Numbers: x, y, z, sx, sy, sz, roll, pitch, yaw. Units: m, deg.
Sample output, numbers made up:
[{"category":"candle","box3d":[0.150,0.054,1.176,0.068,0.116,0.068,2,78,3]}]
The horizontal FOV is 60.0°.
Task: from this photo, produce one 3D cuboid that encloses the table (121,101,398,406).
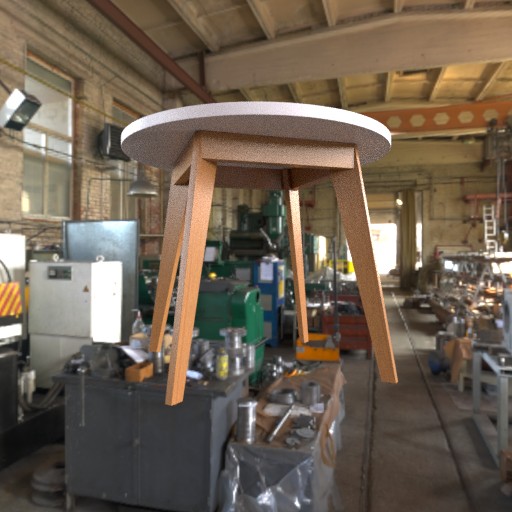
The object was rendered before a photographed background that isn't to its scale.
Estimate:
[{"category":"table","box3d":[0.000,0.000,1.539,0.896,0.762,0.896,0,0,0]}]
